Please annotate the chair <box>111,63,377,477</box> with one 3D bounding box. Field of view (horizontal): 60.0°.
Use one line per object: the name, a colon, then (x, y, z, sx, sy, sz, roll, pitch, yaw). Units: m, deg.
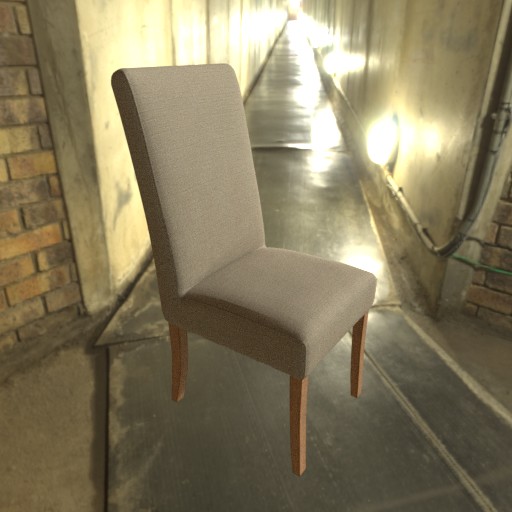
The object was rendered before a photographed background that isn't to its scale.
chair: (0.000, 0.000, 1.322, 0.611, 1.033, 0.450, 17, 31, 32)
